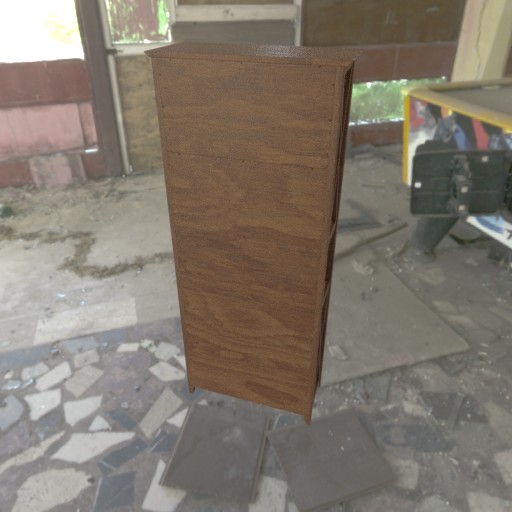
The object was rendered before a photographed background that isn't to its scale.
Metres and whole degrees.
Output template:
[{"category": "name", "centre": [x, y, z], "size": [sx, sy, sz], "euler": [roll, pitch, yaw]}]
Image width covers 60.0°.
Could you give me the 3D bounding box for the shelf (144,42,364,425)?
[{"category": "shelf", "centre": [0.000, 0.000, 2.244], "size": [0.805, 1.905, 0.335], "euler": [10, 33, 15]}]
